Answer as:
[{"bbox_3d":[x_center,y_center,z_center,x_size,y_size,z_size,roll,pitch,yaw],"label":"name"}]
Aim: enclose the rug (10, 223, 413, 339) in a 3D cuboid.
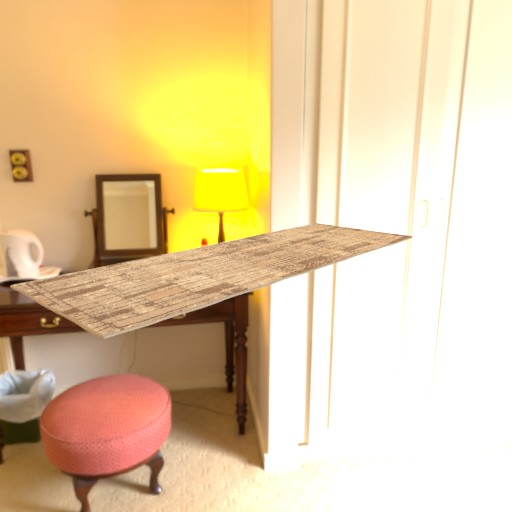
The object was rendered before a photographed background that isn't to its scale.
[{"bbox_3d":[0.000,0.000,2.581,0.857,0.018,2.383,12,18,42],"label":"rug"}]
